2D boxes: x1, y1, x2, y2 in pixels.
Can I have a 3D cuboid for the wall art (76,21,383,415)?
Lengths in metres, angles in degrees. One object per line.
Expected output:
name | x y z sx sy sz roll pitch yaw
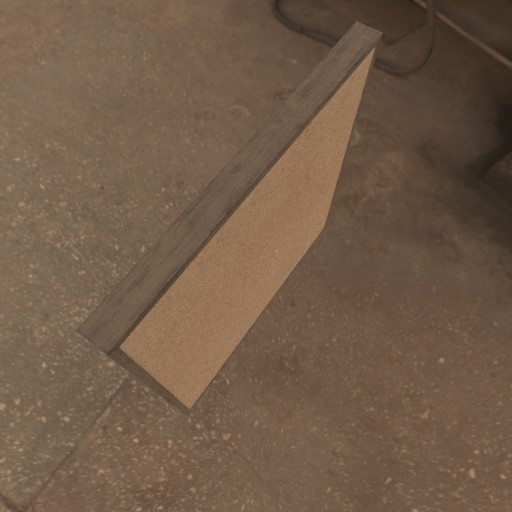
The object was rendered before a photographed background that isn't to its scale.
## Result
wall art | 0.000 0.000 0.713 0.038 0.508 0.508 33 69 14
